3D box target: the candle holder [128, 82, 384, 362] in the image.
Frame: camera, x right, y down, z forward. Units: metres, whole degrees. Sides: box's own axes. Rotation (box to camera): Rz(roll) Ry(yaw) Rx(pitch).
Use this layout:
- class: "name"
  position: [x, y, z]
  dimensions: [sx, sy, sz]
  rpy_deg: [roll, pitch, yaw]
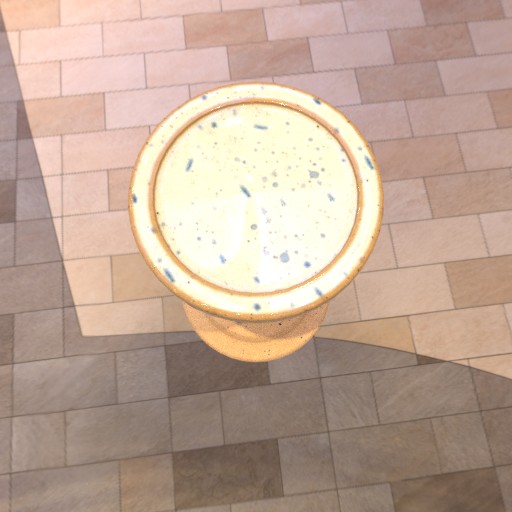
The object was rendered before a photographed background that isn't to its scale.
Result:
- class: "candle holder"
  position: [0.000, 0.000, 0.275]
  dimensions: [0.123, 0.202, 0.123]
  rpy_deg: [0, 75, 0]
